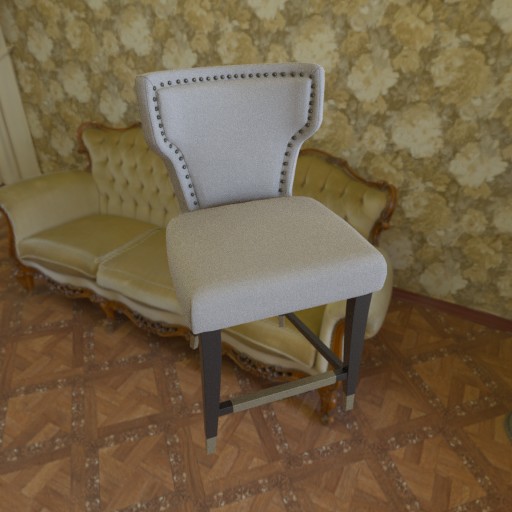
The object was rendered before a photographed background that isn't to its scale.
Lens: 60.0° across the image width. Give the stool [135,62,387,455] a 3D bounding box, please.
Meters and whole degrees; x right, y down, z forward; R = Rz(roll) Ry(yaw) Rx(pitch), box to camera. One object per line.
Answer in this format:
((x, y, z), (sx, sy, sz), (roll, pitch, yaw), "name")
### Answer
((0.000, 0.000, 1.304), (0.527, 0.982, 0.563), (-11, 34, -16), "stool")
